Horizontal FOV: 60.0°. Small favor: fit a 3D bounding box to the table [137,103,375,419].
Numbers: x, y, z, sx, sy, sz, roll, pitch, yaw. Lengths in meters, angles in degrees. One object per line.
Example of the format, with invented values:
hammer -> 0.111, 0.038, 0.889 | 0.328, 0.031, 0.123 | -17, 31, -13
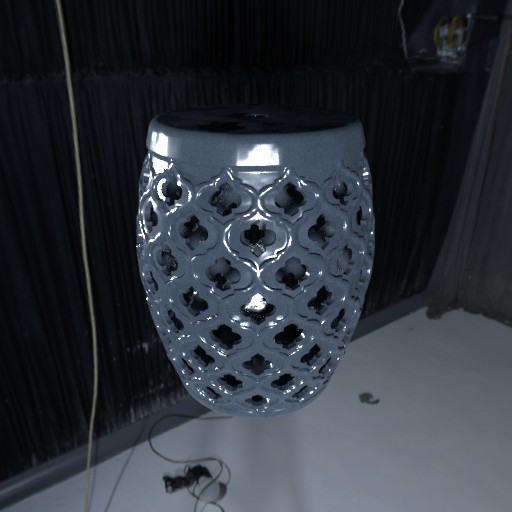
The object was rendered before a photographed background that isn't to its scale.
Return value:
table -> 0.000, 0.000, 0.636 | 0.325, 0.388, 0.325 | 0, 26, 0
